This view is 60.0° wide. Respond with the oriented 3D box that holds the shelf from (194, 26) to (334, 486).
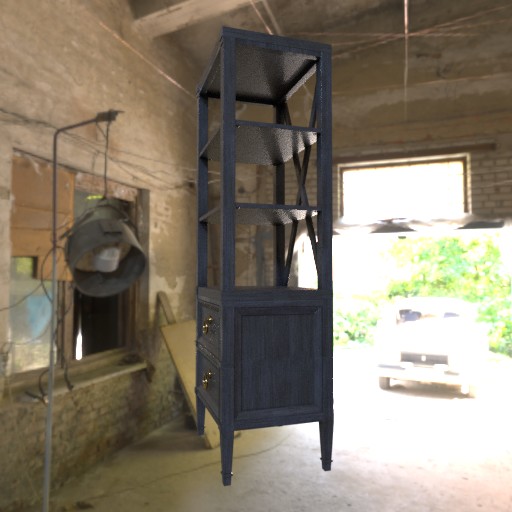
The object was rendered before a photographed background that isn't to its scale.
[{"bbox_3d":[0.000,0.000,2.001,0.472,1.727,0.584,1,-2,-17],"label":"shelf"}]
